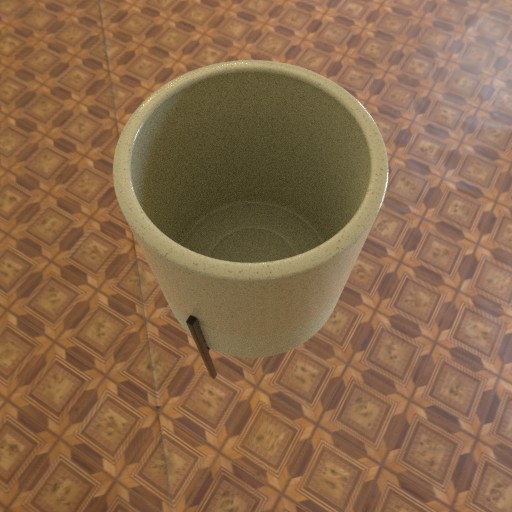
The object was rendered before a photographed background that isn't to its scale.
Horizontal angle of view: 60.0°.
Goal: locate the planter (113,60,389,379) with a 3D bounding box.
[{"bbox_3d":[0.000,0.000,0.551,0.243,0.390,0.234,-1,63,0],"label":"planter"}]
